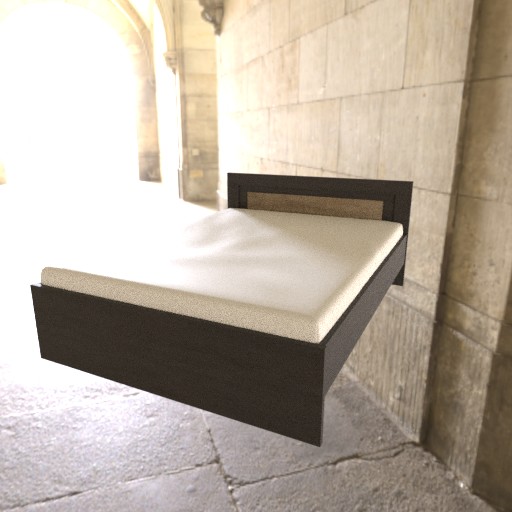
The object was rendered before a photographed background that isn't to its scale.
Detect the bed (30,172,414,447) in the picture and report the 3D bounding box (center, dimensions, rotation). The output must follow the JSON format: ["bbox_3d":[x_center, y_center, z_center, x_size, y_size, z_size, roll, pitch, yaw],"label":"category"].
[{"bbox_3d":[0.000,0.000,2.850,1.585,0.823,2.073,8,18,25],"label":"bed"}]
